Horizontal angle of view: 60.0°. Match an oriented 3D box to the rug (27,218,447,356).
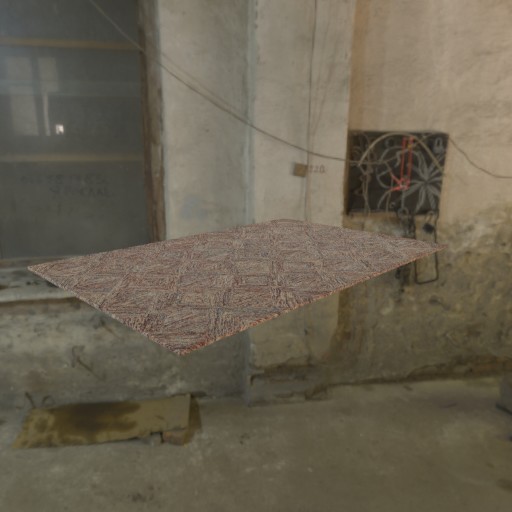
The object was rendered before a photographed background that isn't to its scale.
[{"bbox_3d":[0.000,0.000,2.865,1.523,0.019,2.285,14,21,43],"label":"rug"}]
